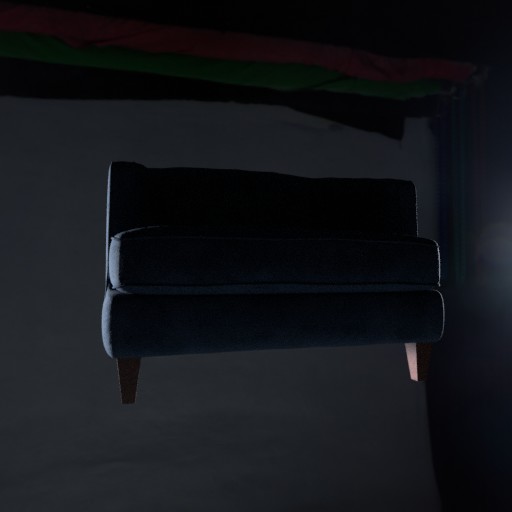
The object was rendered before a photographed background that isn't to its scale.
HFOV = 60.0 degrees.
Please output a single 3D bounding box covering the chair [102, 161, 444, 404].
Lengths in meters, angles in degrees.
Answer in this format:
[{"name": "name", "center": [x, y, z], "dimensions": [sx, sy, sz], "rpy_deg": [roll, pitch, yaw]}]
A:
[{"name": "chair", "center": [0.000, 0.000, 1.723], "dimensions": [1.094, 0.852, 0.940], "rpy_deg": [1, -2, -16]}]
